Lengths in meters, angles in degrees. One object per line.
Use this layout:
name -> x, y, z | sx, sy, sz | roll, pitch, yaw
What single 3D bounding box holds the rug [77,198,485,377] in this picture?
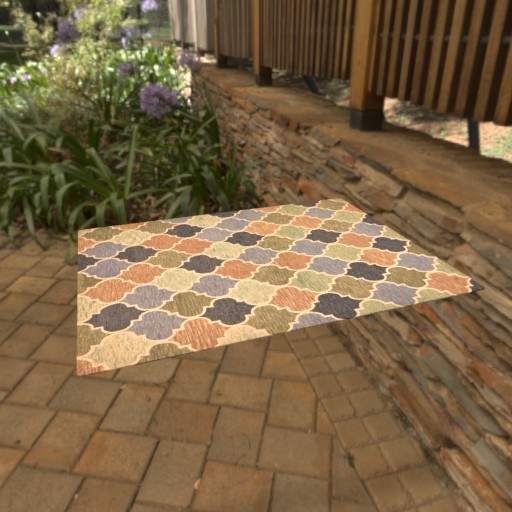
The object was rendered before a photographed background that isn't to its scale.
rug -> 0.000, 0.000, 4.231 | 3.200, 0.013, 2.439 | -9, 28, -17
